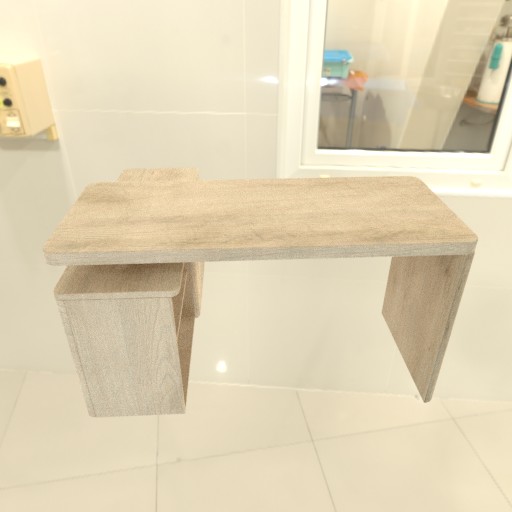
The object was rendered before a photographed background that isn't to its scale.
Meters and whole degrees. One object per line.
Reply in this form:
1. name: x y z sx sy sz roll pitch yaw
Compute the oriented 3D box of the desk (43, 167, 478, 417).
1. desk: 0.000 0.000 2.089 1.400 0.770 1.175 -2 31 -3
